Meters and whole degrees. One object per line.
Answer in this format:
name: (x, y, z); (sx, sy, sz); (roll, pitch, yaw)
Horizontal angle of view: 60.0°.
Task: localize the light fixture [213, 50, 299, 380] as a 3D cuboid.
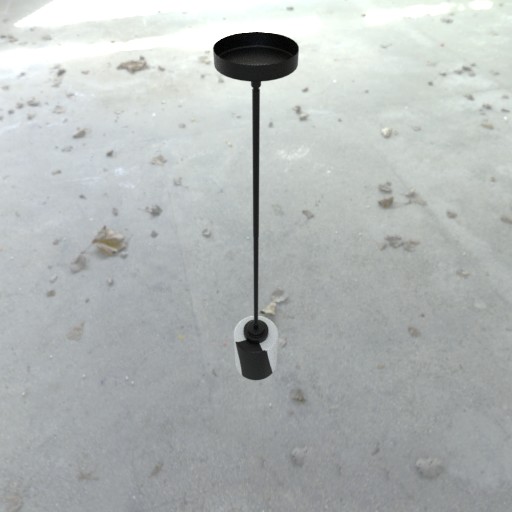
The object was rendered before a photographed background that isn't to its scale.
light fixture: (0.000, 0.000, 0.947); (0.123, 0.863, 0.123); (-10, 47, -10)
